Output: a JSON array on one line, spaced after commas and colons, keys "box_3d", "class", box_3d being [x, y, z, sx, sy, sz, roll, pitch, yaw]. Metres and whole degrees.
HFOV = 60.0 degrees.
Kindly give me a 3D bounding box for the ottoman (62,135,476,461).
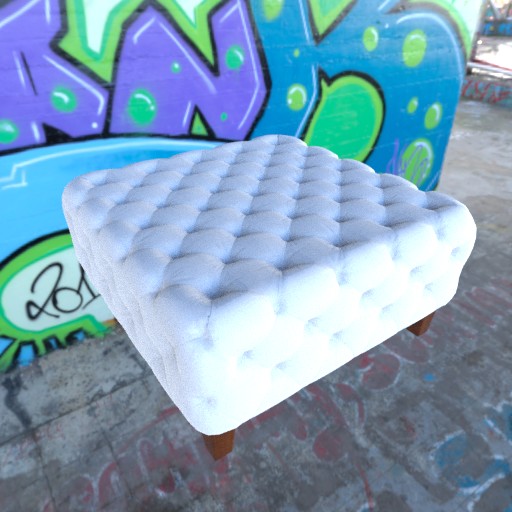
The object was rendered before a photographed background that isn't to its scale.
[{"box_3d": [0.000, 0.000, 1.149, 0.753, 0.376, 0.755, -20, 37, -29], "class": "ottoman"}]
